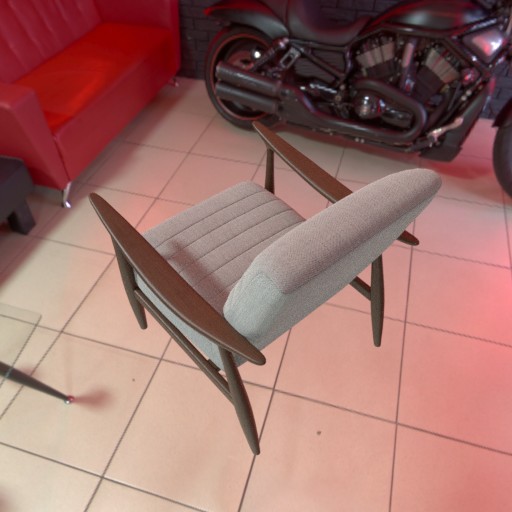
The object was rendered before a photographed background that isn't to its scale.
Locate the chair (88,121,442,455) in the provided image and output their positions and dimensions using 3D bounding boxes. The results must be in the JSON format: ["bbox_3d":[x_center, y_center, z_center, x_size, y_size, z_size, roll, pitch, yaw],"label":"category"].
[{"bbox_3d":[0.000,0.000,1.442,0.741,0.832,0.798,-32,54,-27],"label":"chair"}]
